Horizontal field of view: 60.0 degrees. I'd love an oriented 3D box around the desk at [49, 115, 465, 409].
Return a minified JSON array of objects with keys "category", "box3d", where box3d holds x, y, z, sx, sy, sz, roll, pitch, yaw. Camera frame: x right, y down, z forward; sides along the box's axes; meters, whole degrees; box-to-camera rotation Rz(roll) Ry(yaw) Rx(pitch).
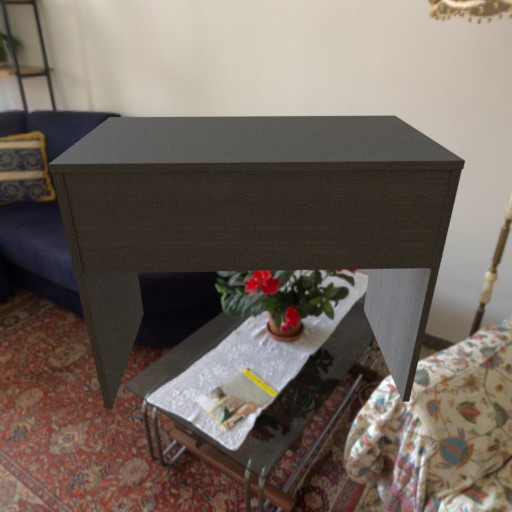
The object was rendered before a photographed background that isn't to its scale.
[{"category":"desk","box3d":[0.000,0.000,1.339,0.893,0.724,0.498,-1,28,-1]}]
